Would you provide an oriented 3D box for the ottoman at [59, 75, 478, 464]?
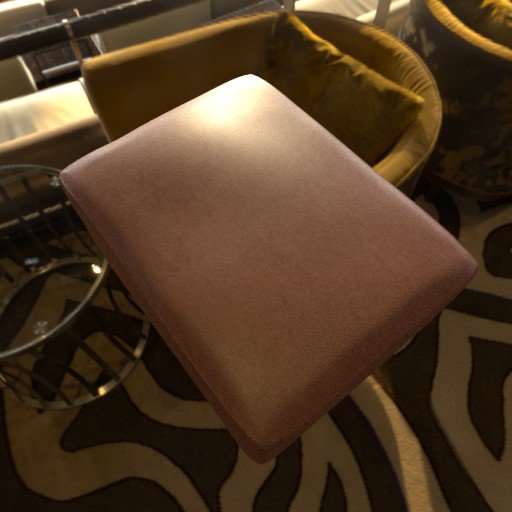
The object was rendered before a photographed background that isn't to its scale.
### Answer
[{"bbox_3d":[0.000,0.000,1.210,0.650,0.485,0.851,-34,66,-18],"label":"ottoman"}]
